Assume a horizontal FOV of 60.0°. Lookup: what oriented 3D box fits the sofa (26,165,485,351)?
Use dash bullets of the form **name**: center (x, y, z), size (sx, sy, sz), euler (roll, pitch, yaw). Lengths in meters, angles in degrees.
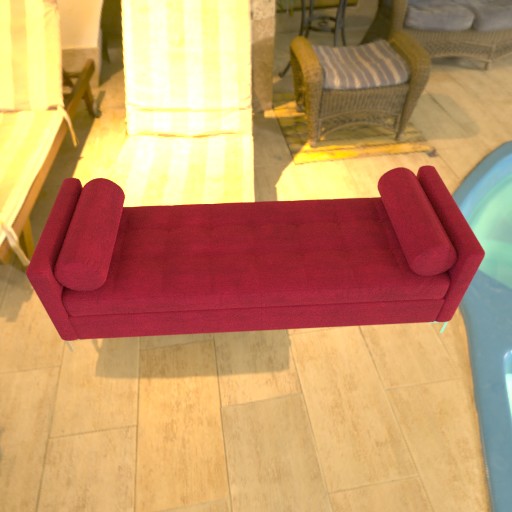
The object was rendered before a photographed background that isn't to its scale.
- **sofa**: center (0.000, 0.000, 2.341), size (1.981, 0.635, 0.686), euler (-2, 46, -2)
